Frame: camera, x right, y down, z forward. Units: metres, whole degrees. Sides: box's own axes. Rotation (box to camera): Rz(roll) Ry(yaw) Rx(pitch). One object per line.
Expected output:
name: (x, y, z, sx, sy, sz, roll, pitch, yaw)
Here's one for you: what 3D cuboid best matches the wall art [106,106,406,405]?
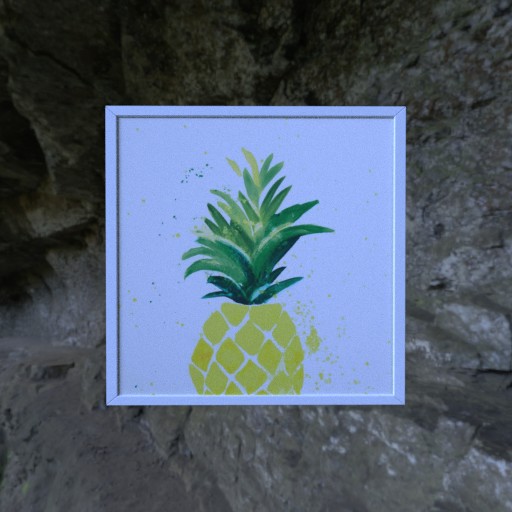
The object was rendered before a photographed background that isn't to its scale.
wall art: (0.000, 0.000, 0.465, 0.307, 0.307, 0.020, 0, 1, 0)
